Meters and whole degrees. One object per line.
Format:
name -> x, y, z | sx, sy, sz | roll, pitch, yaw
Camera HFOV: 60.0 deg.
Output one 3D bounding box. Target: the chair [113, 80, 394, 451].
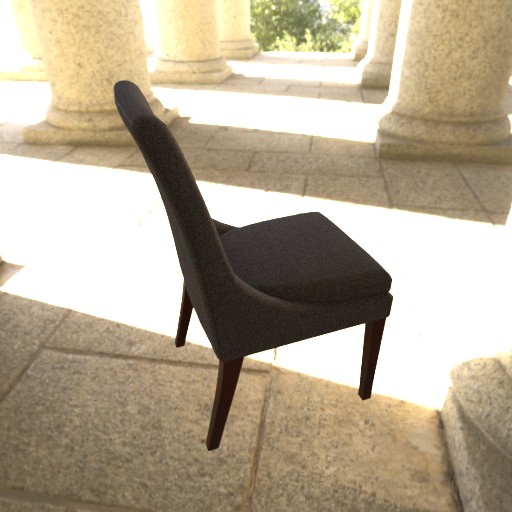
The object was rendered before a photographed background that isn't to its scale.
chair -> 0.000, 0.000, 1.311 | 0.655, 0.952, 0.508 | -11, 33, -17
